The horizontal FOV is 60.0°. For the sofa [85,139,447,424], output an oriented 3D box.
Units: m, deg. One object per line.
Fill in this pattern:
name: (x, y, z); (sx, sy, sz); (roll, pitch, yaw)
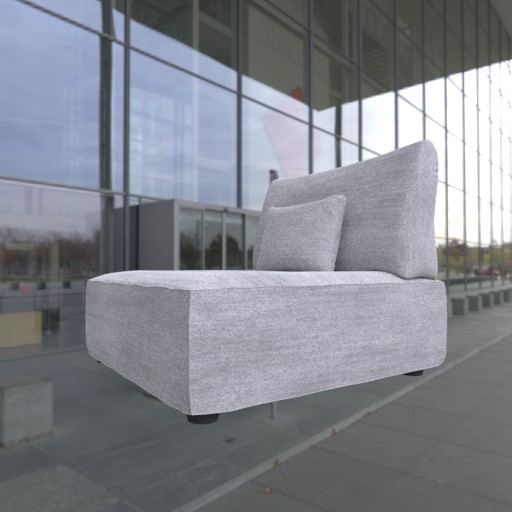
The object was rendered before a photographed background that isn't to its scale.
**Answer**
sofa: (0.000, 0.000, 1.661); (1.000, 0.820, 0.930); (1, -2, -35)
